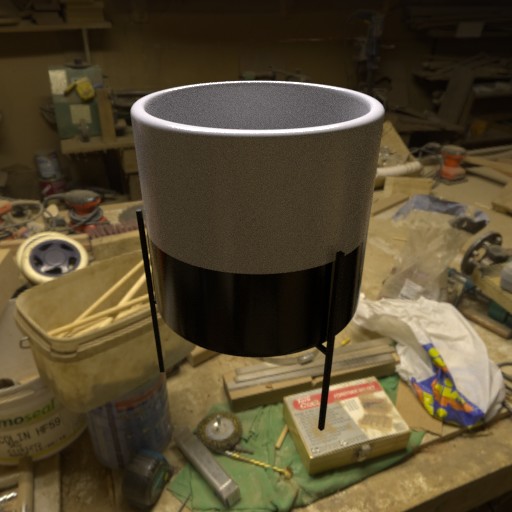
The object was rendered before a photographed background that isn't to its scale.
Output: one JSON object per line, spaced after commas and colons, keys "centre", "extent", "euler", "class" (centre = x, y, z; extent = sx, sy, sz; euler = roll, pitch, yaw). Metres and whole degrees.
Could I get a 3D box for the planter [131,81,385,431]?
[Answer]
{"centre": [0.000, 0.000, 0.641], "extent": [0.310, 0.432, 0.310], "euler": [-11, 32, -17], "class": "planter"}
